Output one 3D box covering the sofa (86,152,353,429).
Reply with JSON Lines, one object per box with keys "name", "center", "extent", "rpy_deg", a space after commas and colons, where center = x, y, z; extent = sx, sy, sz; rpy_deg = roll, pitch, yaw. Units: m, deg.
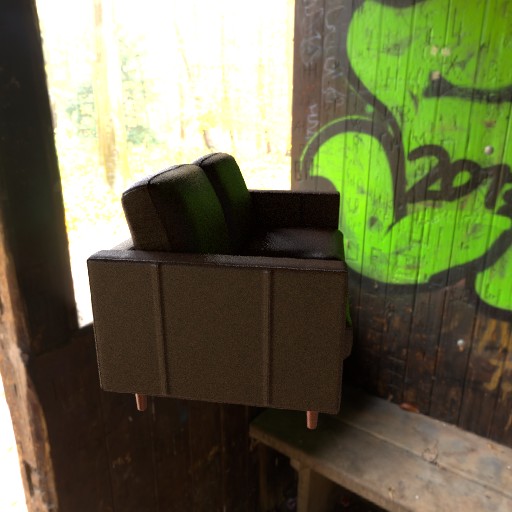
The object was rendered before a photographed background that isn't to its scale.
{"name": "sofa", "center": [0.000, 0.000, 2.223], "extent": [0.909, 0.951, 1.578], "rpy_deg": [3, 18, 9]}
